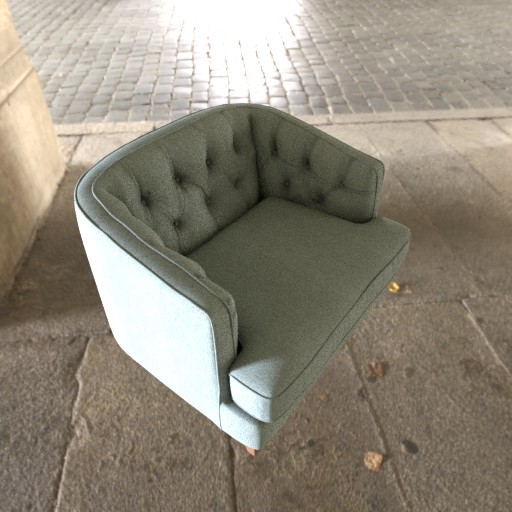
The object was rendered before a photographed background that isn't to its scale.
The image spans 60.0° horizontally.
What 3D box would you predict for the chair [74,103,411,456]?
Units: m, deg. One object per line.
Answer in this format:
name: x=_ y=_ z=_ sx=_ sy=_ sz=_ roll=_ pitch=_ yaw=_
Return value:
chair: x=0.000 y=0.000 z=1.782 sx=0.945 sy=0.852 sz=1.094 roll=26 pitch=47 yaw=28
